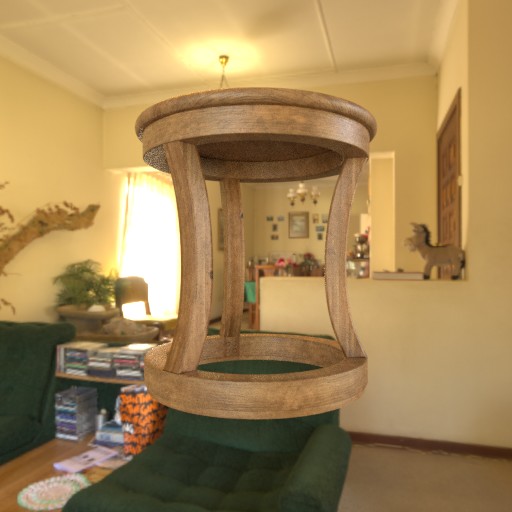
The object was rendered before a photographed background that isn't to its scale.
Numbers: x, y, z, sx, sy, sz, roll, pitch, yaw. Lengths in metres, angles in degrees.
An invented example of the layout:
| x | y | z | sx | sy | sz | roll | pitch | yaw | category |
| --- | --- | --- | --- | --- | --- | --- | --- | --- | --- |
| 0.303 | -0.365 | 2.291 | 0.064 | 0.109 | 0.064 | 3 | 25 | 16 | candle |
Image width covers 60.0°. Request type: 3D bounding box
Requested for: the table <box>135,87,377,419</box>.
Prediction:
| x | y | z | sx | sy | sz | roll | pitch | yaw | category |
| --- | --- | --- | --- | --- | --- | --- | --- | --- | --- |
| 0.000 | 0.000 | 0.816 | 0.432 | 0.460 | 0.432 | 0 | 0 | 0 | table |
